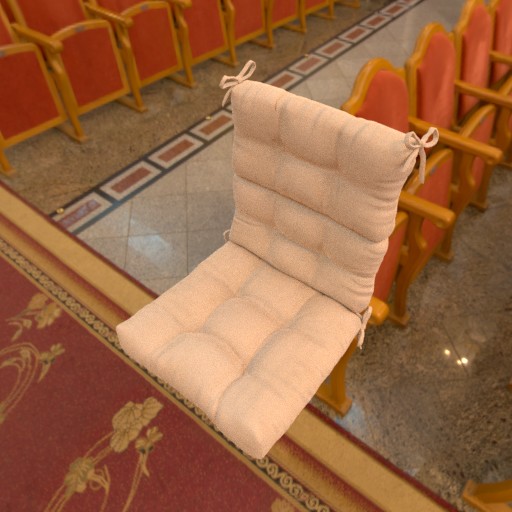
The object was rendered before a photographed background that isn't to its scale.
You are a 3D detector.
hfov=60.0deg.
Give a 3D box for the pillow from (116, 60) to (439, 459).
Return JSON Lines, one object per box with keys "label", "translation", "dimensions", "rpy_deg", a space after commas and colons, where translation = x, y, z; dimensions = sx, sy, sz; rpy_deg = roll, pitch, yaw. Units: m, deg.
{"label": "pillow", "translation": [0.000, 0.000, 1.014], "dimensions": [0.519, 0.605, 0.571], "rpy_deg": [30, 53, 26]}
